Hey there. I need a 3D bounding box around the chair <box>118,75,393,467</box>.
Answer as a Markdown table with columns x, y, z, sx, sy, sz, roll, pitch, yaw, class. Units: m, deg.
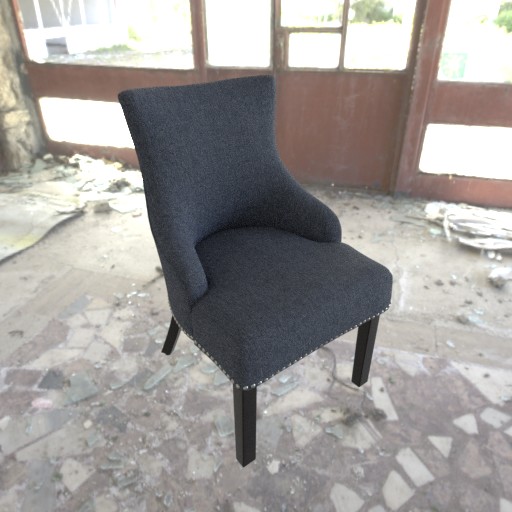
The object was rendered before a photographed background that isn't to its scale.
| x | y | z | sx | sy | sz | roll | pitch | yaw | class |
| --- | --- | --- | --- | --- | --- | --- | --- | --- | --- |
| 0.000 | 0.000 | 1.300 | 0.566 | 0.909 | 0.629 | -21 | 36 | -32 | chair |
